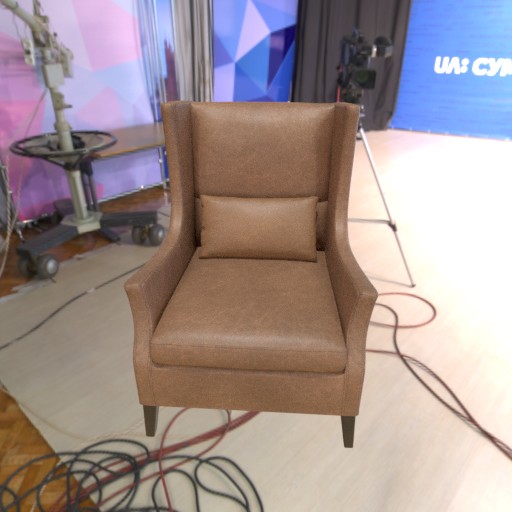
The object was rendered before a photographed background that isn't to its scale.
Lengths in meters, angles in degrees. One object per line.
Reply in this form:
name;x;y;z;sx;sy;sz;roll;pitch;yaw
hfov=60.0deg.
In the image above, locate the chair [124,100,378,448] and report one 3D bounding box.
chair;0.000;0.000;1.736;0.815;1.088;0.913;2;29;3
